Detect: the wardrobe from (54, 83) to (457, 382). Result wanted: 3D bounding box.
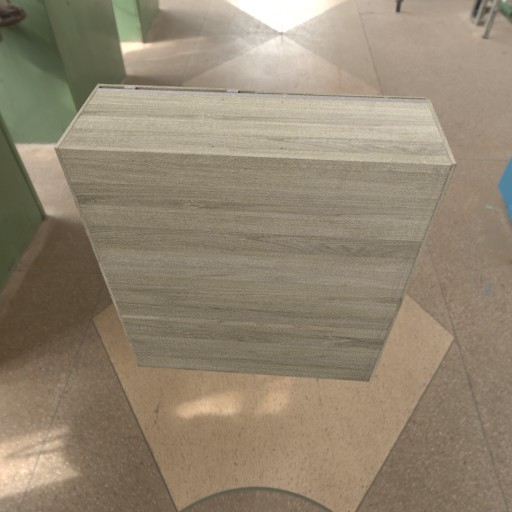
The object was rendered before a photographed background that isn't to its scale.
[{"bbox_3d":[0.000,0.000,2.875,1.780,1.960,0.629,3,47,3],"label":"wardrobe"}]
